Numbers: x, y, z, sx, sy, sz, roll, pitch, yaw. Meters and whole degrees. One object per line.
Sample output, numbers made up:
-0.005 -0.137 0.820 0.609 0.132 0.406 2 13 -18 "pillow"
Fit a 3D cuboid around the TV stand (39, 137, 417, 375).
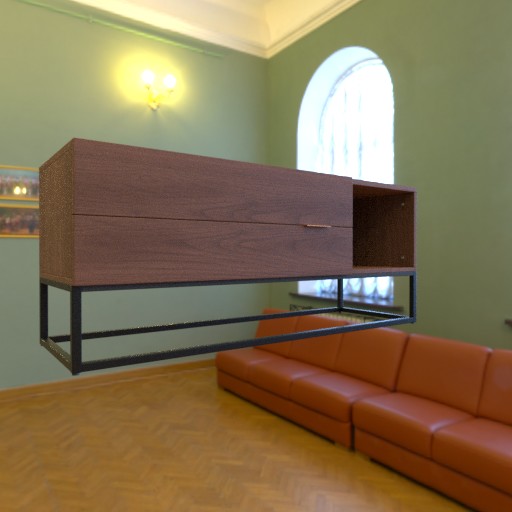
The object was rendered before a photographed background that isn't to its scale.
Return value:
0.000 0.000 1.424 1.200 0.500 0.415 0 1 -35 "TV stand"
